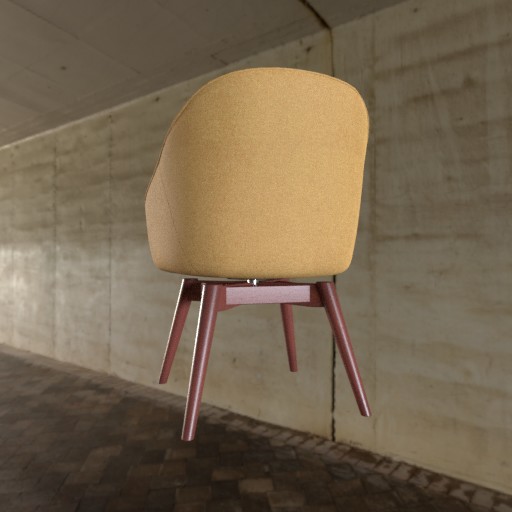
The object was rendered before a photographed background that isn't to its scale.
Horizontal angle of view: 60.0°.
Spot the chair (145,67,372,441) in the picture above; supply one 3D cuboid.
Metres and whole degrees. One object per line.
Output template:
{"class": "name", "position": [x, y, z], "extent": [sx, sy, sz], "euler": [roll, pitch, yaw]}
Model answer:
{"class": "chair", "position": [0.000, 0.000, 1.268], "extent": [0.596, 0.823, 0.635], "euler": [0, 0, -19]}
